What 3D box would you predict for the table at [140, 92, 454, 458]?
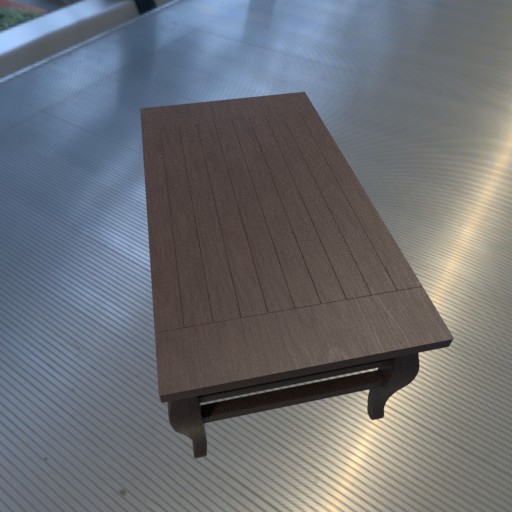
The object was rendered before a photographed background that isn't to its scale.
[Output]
[{"bbox_3d":[0.000,0.000,1.378,0.600,0.494,1.062,-9,47,-8],"label":"table"}]
